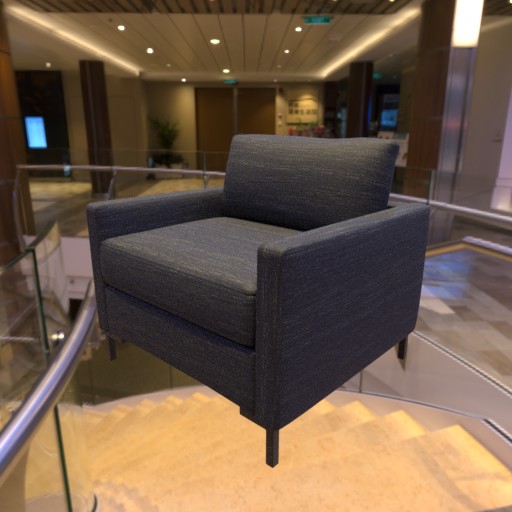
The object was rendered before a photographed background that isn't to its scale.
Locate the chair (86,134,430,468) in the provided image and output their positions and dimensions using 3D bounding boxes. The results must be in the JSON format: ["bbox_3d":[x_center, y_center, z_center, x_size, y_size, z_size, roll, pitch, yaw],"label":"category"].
[{"bbox_3d":[0.000,0.000,1.649,0.963,0.861,0.866,15,22,41],"label":"chair"}]
